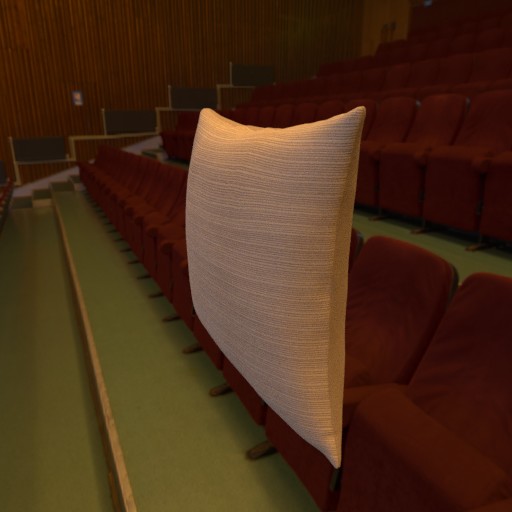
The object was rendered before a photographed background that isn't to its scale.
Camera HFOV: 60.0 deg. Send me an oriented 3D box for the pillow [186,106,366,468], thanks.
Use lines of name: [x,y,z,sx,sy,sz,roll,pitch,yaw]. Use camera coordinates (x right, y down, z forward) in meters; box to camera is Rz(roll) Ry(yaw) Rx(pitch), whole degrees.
pillow: [0.000,0.000,0.776,0.204,0.497,0.512,-8,19,-25]
